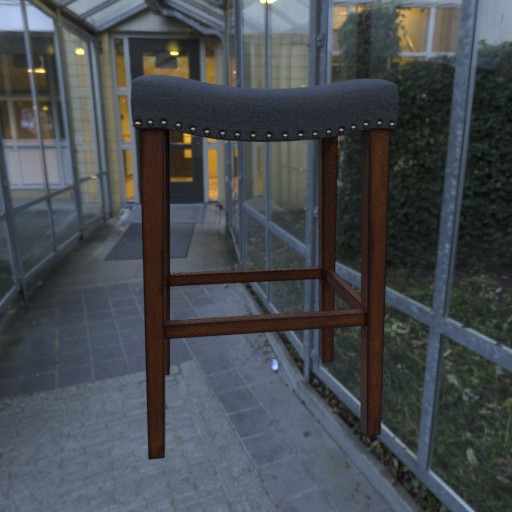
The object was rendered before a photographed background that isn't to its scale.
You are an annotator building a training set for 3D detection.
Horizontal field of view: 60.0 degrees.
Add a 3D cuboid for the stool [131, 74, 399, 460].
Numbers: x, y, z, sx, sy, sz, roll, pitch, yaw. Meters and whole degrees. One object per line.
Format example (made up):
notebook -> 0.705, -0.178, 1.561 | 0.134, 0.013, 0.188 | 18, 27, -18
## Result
stool -> 0.000, 0.000, 1.017 | 0.502, 0.748, 0.366 | -2, 16, -8
